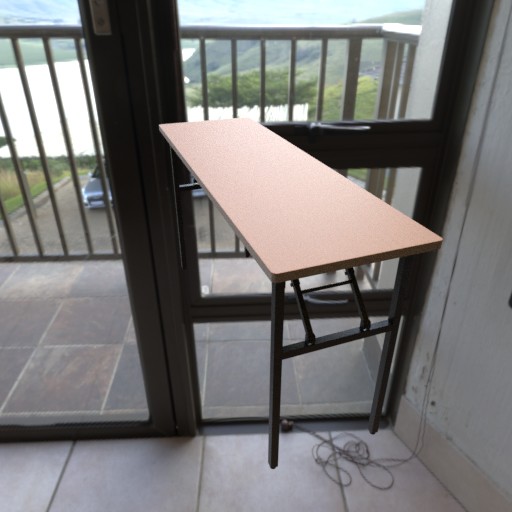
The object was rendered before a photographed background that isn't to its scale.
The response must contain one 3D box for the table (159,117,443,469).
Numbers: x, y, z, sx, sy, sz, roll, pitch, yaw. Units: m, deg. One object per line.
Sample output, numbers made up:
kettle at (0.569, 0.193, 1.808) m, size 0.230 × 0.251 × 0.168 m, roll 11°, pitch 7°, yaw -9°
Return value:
table at (0.000, 0.000, 1.750) m, size 0.447 × 0.750 × 1.397 m, roll -11°, pitch 31°, yaw -18°
